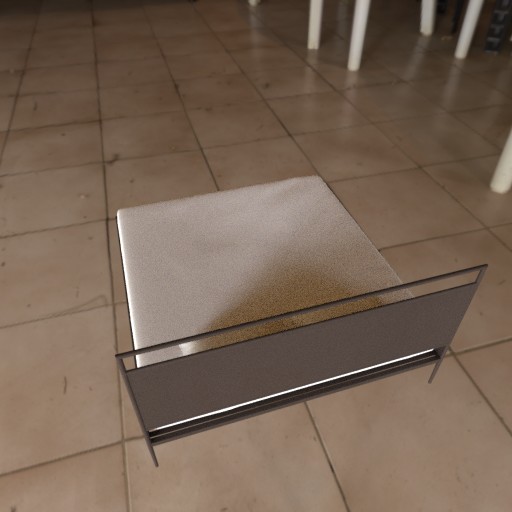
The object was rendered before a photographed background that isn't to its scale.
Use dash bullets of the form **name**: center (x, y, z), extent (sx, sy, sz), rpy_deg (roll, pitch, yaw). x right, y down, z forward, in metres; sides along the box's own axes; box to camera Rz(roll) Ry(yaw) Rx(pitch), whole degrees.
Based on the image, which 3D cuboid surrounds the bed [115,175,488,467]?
- **bed**: center (0.000, 0.000, 3.350), extent (1.993, 1.173, 2.151), rpy_deg (-12, 44, -13)
